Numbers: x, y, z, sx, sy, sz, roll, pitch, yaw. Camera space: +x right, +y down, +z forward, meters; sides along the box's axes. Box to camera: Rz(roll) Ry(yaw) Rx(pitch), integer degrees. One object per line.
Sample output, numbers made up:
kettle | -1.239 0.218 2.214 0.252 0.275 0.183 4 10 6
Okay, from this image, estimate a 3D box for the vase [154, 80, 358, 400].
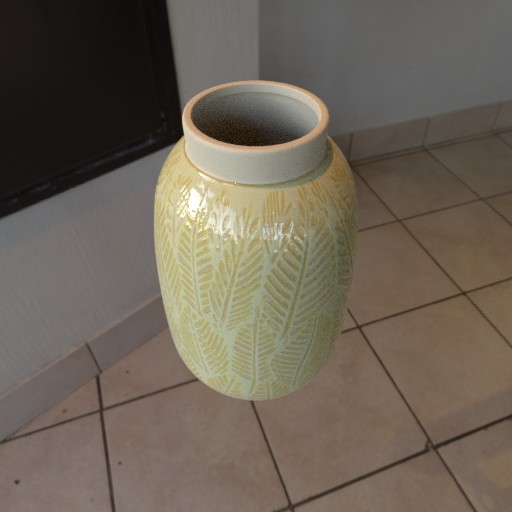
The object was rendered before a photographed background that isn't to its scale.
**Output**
vase | 0.000 0.000 0.386 0.172 0.270 0.172 0 45 0
